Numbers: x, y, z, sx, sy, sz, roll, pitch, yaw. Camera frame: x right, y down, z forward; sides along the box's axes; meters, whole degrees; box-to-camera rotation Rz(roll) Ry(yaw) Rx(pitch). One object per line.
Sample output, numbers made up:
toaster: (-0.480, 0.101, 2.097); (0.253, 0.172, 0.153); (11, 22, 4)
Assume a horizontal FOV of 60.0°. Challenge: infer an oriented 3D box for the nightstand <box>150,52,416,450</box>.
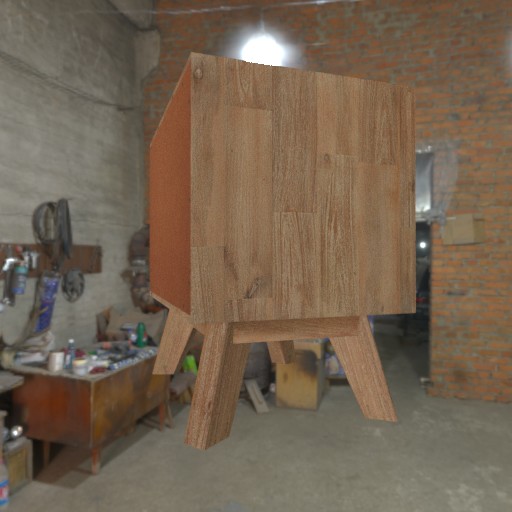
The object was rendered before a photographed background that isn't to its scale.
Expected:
nightstand: (0.000, 0.000, 0.967); (0.396, 0.589, 0.552); (0, 0, -19)
